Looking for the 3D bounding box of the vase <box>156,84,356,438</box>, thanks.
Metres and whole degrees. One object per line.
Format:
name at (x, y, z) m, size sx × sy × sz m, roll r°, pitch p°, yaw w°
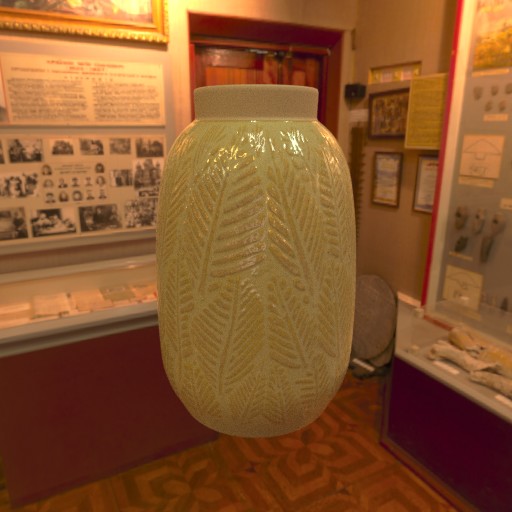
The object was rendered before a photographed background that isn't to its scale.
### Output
vase at (0.000, 0.000, 0.383) m, size 0.172 × 0.270 × 0.172 m, roll 0°, pitch 16°, yaw 0°
